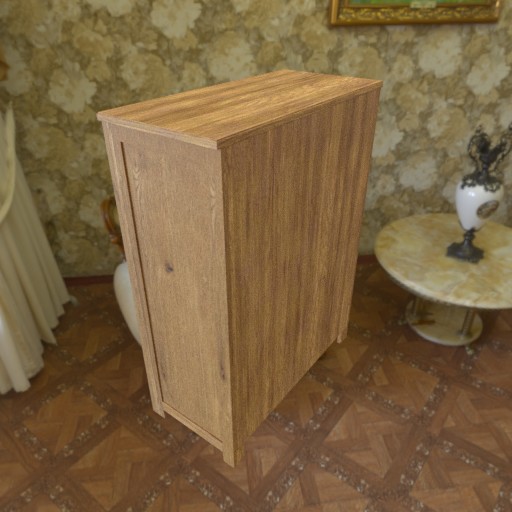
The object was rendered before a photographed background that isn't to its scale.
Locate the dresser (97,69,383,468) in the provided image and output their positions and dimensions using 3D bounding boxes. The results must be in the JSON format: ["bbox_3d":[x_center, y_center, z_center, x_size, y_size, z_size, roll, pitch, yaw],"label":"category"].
[{"bbox_3d":[0.000,0.000,2.040,0.558,1.431,1.081,21,37,31],"label":"dresser"}]
